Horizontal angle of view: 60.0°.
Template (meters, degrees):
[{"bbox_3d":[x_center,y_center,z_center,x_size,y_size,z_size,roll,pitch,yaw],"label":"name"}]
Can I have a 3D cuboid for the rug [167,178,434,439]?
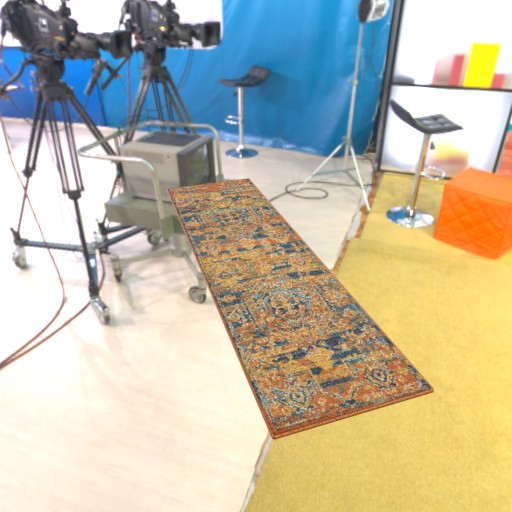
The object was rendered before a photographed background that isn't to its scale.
[{"bbox_3d":[0.000,0.000,2.489,0.651,0.016,2.274,-10,33,-16],"label":"rug"}]
